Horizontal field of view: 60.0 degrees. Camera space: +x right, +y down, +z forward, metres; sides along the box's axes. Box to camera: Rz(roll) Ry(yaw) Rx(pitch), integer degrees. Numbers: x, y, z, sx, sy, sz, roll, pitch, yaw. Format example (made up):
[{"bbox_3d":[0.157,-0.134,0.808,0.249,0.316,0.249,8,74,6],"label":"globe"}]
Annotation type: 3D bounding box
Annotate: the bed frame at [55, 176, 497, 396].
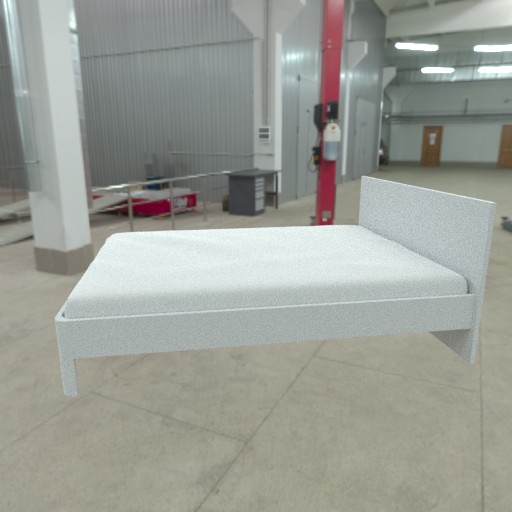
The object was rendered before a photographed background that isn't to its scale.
[{"bbox_3d":[0.000,0.000,2.656,1.950,0.800,1.490,-2,15,-9],"label":"bed frame"}]
